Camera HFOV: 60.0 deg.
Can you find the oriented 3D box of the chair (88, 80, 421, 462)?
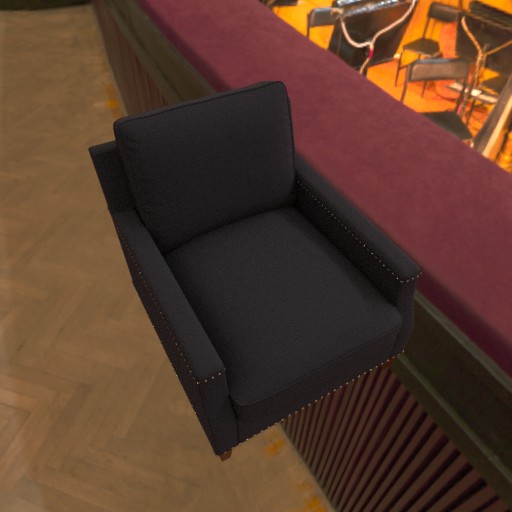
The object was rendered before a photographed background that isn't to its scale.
[{"bbox_3d":[0.000,0.000,1.691,0.853,0.943,1.014,-22,51,-20],"label":"chair"}]
